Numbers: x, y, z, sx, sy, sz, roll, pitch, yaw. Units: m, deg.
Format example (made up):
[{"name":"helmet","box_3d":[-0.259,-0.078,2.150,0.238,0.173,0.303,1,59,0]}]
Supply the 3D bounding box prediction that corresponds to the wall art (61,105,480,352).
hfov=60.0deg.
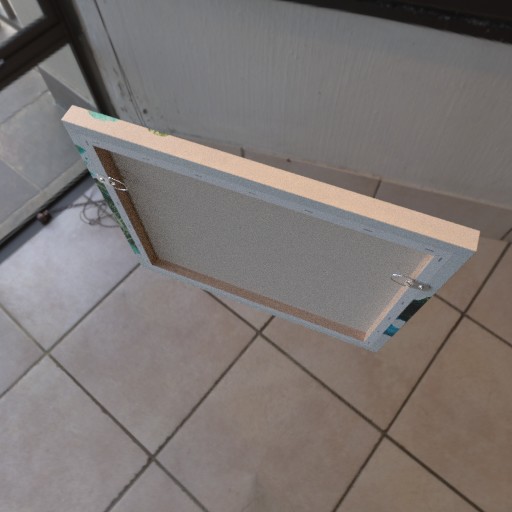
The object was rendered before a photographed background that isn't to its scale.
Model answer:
[{"name":"wall art","box_3d":[0.000,0.000,0.990,0.711,0.610,0.043,19,65,9]}]
